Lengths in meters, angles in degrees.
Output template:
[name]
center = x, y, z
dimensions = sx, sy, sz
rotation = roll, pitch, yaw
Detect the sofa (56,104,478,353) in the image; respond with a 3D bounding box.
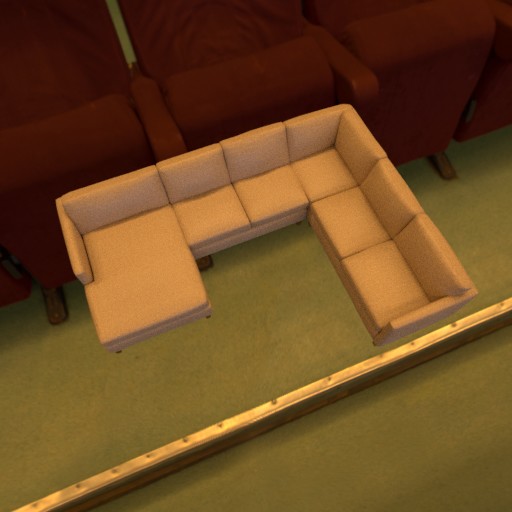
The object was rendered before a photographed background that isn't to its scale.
[sofa]
center = 0.000, 0.000, 4.554
dimensions = 3.460, 0.961, 2.594
rotation = -21, 66, -10
